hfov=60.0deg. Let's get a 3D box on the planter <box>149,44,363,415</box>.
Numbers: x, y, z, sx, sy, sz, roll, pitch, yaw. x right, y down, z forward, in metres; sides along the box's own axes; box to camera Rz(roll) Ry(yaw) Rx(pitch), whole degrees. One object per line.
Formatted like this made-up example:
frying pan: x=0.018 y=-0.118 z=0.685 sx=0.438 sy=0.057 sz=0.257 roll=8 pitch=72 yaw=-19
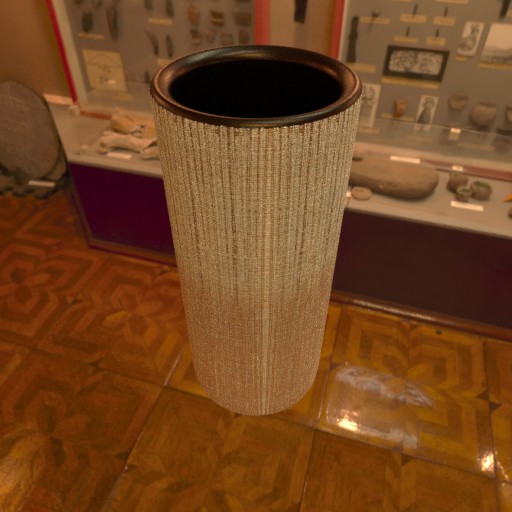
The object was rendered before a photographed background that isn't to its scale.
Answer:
planter: x=0.000 y=0.000 z=0.284 sx=0.100 sy=0.227 sz=0.100 roll=13 pitch=43 yaw=14
